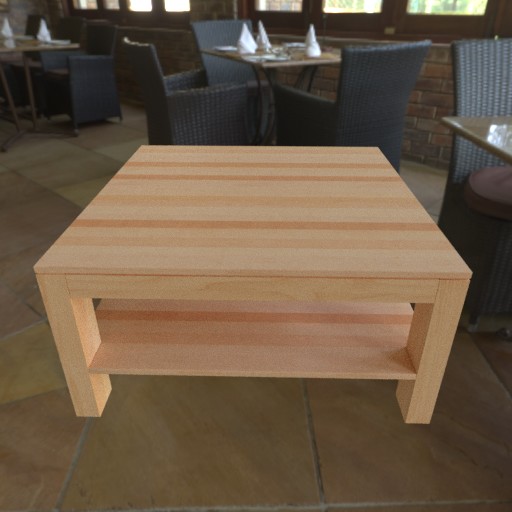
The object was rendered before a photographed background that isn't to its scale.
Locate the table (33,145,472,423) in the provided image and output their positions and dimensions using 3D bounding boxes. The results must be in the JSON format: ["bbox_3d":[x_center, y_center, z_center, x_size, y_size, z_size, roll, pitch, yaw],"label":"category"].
[{"bbox_3d":[0.000,0.000,1.408,0.900,0.450,0.900,1,30,1],"label":"table"}]
